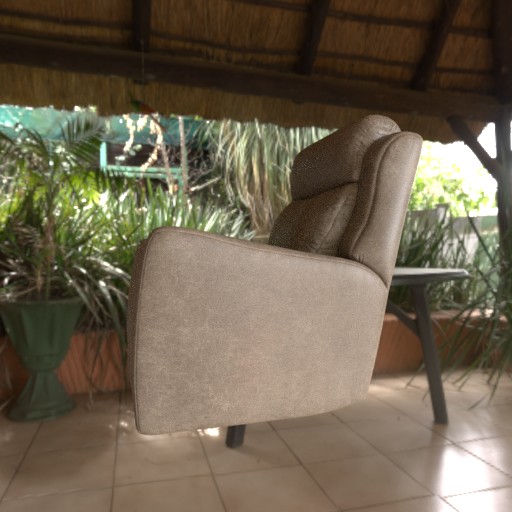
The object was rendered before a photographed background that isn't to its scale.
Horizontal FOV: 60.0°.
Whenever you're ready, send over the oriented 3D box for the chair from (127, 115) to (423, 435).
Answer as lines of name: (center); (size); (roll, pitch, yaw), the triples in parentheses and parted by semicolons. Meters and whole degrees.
chair: (0.000, 0.000, 1.905); (1.068, 1.116, 0.967); (0, 0, -16)
